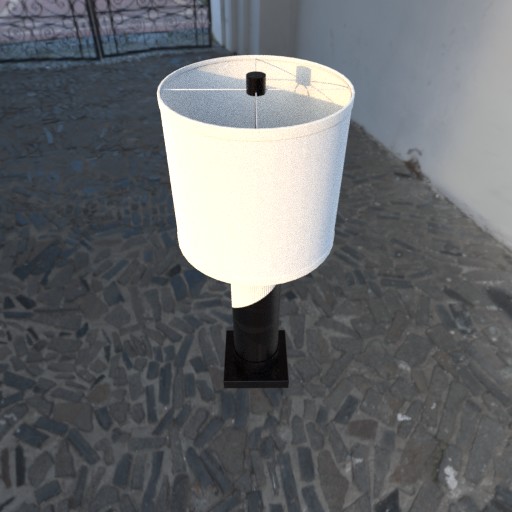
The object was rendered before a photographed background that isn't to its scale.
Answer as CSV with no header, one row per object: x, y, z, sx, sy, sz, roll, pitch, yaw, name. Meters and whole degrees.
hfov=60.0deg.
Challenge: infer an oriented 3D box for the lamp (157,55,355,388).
0.000,0.000,0.636,0.211,0.509,0.211,0,41,0,lamp
